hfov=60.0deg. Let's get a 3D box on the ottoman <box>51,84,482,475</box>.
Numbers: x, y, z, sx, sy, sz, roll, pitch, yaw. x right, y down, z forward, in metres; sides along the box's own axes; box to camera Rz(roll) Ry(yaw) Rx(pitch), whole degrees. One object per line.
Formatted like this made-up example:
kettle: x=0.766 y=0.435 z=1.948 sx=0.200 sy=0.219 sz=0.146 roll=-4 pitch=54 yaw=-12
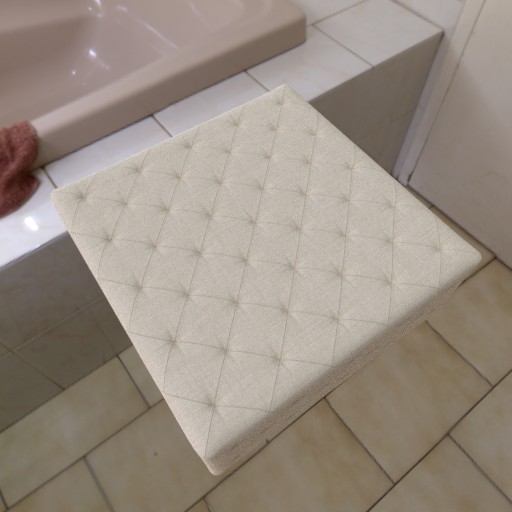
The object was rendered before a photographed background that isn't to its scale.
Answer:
ottoman: x=0.000 y=0.000 z=1.611 sx=1.028 sy=0.439 sz=1.028 roll=-31 pitch=63 yaw=-18
